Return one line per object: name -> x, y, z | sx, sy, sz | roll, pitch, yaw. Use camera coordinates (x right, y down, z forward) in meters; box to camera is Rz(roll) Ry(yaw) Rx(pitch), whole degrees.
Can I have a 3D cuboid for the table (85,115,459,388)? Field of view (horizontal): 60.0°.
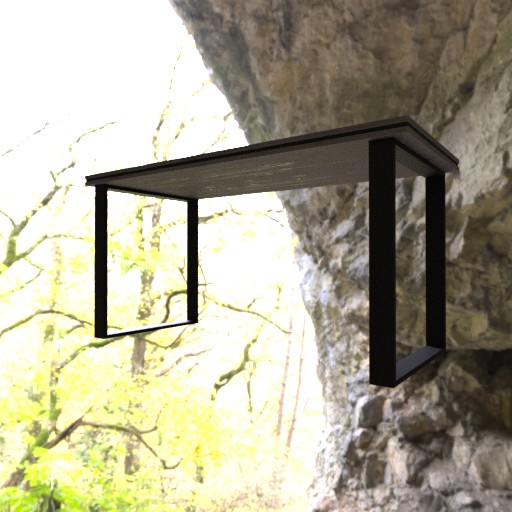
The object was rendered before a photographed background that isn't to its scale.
table -> 0.000, 0.000, 2.270 | 1.778, 0.899, 0.795 | 0, -1, 36
